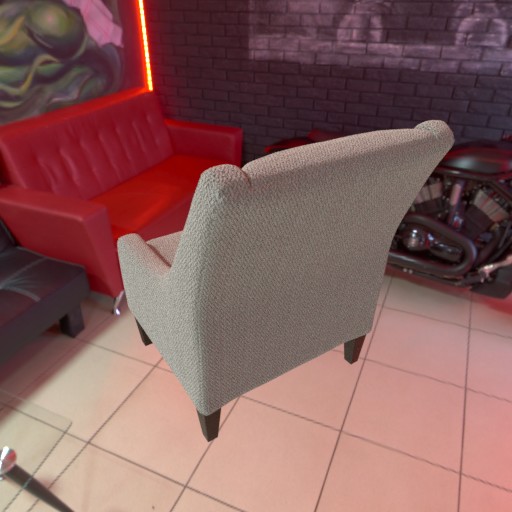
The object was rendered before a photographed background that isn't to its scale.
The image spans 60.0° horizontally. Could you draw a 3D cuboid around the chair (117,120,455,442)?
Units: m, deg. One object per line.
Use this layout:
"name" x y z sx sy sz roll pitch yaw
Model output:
"chair" 0.000 0.000 1.583 0.774 1.014 0.870 -19 36 -28
